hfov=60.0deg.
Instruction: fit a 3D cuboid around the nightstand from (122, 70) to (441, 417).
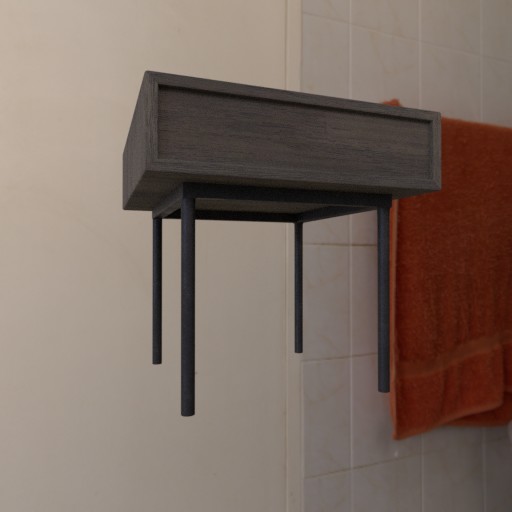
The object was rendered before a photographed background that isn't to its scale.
[{"bbox_3d":[0.000,0.000,0.916,0.502,0.497,0.503,0,-1,-20],"label":"nightstand"}]
